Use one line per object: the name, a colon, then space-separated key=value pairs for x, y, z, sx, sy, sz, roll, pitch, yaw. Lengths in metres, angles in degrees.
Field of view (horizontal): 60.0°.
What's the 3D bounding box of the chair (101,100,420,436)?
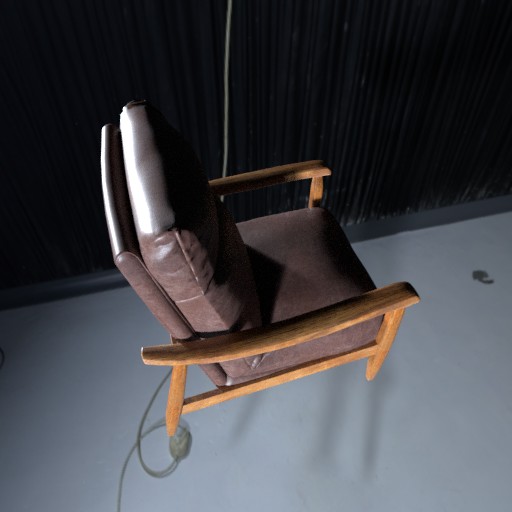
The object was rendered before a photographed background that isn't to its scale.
chair: x=0.000 y=0.000 z=1.503 sx=0.830 sy=0.897 sz=0.782 roll=-12 pitch=47 yaw=-11
